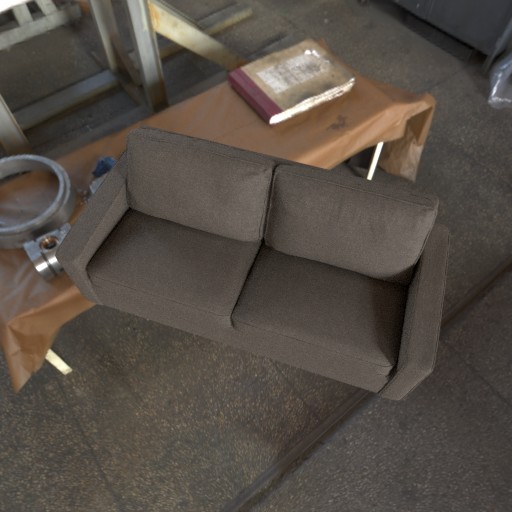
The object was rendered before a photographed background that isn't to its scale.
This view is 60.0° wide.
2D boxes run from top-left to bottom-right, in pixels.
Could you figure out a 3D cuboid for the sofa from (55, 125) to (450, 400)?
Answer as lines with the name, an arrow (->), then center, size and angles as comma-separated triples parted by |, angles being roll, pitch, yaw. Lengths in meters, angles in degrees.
sofa -> 0.000, 0.000, 2.599 | 2.080, 0.919, 0.940 | 16, 60, 10
